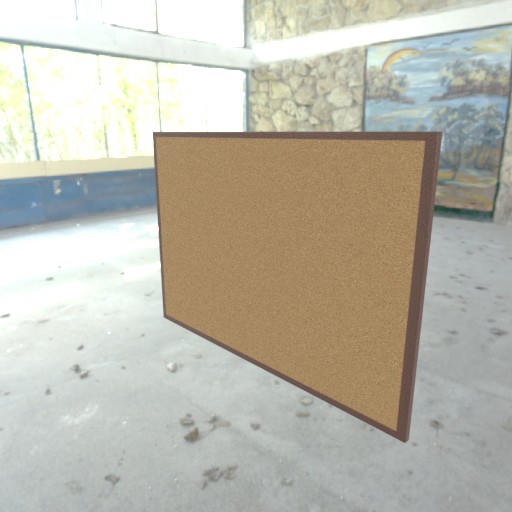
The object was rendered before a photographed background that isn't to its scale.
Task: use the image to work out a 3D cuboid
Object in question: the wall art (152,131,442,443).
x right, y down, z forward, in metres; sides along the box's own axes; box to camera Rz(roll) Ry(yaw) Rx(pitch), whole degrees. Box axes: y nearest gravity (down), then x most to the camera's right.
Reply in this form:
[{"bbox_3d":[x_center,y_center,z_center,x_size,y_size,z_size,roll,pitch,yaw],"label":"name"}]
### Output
[{"bbox_3d":[0.000,0.000,0.842,0.014,0.455,0.660,-15,21,-42],"label":"wall art"}]
